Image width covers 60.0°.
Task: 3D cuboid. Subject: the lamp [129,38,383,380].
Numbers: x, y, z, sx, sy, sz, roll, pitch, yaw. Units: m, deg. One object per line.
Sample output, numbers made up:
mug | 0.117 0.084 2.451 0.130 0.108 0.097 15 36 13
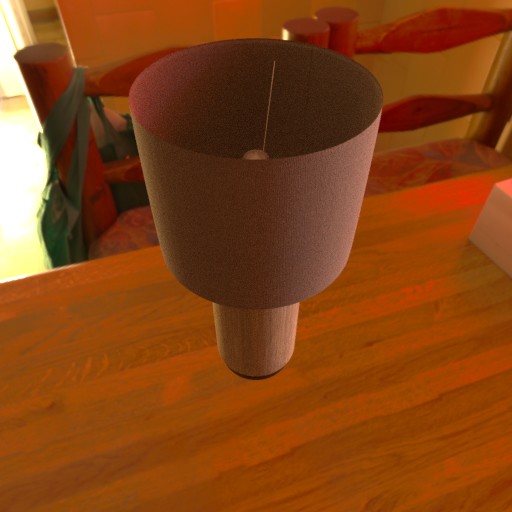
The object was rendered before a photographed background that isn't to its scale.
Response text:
lamp | 0.000 0.000 0.562 0.228 0.444 0.228 32 55 27
